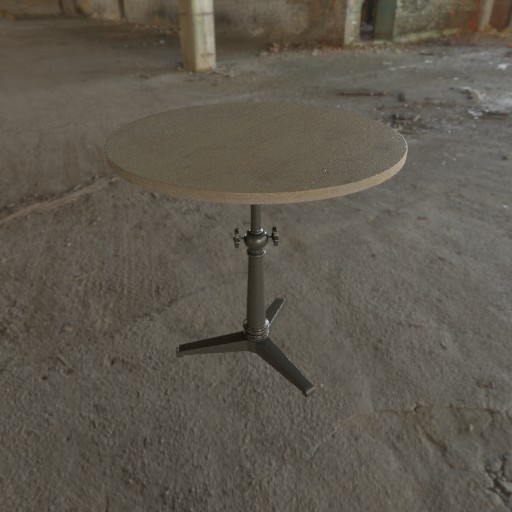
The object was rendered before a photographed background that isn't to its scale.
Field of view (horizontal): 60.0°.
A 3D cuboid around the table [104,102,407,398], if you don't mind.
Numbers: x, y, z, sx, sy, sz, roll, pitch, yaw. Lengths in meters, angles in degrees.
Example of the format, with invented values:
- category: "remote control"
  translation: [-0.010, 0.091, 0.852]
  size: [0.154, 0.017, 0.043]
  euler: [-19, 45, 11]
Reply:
- category: "table"
  translation: [0.000, 0.000, 1.421]
  size: [0.800, 0.780, 0.800]
  euler: [0, 31, 0]
